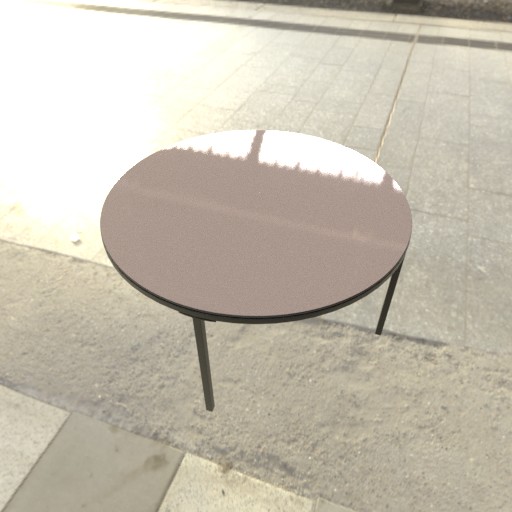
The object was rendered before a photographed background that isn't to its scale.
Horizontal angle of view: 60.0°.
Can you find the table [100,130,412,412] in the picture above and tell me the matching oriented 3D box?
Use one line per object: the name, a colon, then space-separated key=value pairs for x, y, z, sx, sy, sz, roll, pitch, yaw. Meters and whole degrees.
table: x=0.000 y=0.000 z=1.303 sx=0.800 sy=0.400 sz=0.800 roll=0 pitch=42 yaw=0
